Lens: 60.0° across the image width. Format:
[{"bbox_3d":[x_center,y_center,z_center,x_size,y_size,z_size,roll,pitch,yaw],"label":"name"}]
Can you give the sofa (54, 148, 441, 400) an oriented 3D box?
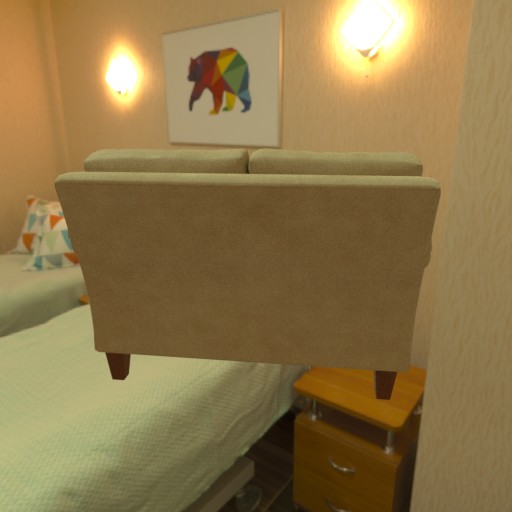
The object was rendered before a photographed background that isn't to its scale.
[{"bbox_3d":[0.000,0.000,2.249,1.498,1.087,1.086,2,17,7],"label":"sofa"}]
